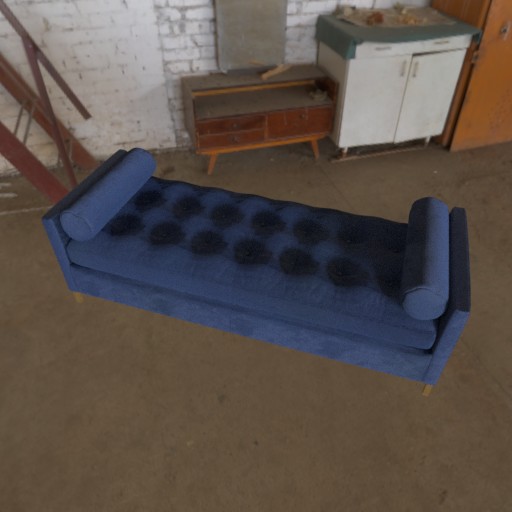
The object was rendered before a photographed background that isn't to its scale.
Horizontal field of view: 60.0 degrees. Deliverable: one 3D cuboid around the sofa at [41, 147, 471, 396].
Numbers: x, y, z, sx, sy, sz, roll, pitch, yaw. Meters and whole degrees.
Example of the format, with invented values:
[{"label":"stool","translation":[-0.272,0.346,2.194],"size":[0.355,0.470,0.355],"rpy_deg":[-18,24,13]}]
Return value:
[{"label":"sofa","translation":[0.000,0.000,2.493],"size":[2.102,0.705,0.796],"rpy_deg":[12,43,13]}]
